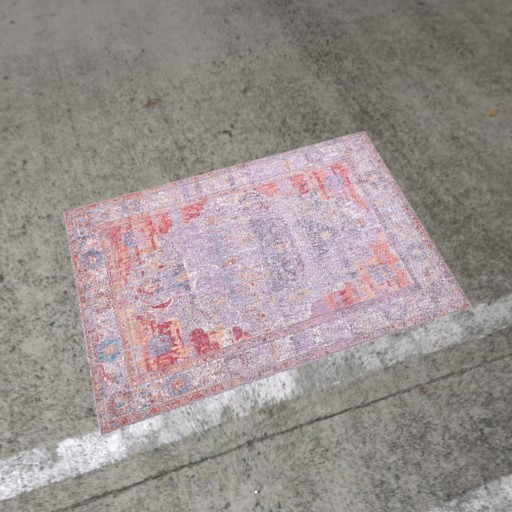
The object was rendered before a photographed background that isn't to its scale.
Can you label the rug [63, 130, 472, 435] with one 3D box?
[{"bbox_3d":[0.000,0.000,2.313,1.829,0.005,1.219,-17,63,-9],"label":"rug"}]
